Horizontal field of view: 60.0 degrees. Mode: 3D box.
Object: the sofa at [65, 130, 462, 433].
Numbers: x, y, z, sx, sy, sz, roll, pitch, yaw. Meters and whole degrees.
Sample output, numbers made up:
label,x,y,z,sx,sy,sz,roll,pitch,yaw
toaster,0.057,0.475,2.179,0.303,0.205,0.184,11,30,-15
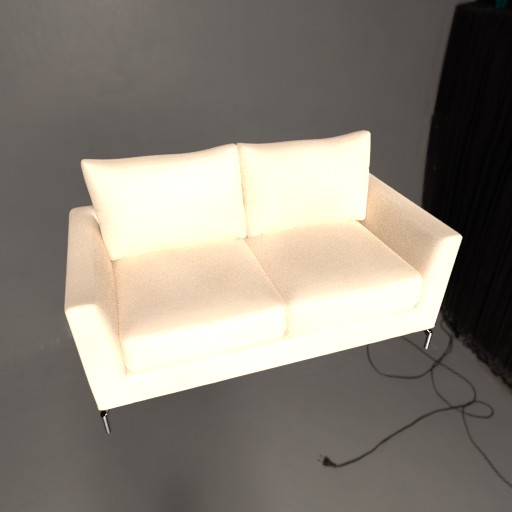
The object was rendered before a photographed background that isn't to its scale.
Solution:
label,x,y,z,sx,sy,sz,roll,pitch,yaw
sofa,0.000,0.000,2.268,1.739,0.995,0.906,-10,33,-16
